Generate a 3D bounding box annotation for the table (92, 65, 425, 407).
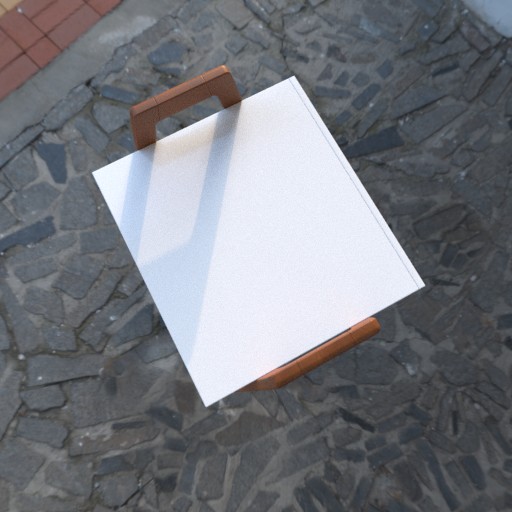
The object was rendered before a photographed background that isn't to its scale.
[{"bbox_3d":[0.000,0.000,0.915,0.405,0.610,0.457,-28,79,-6],"label":"table"}]
